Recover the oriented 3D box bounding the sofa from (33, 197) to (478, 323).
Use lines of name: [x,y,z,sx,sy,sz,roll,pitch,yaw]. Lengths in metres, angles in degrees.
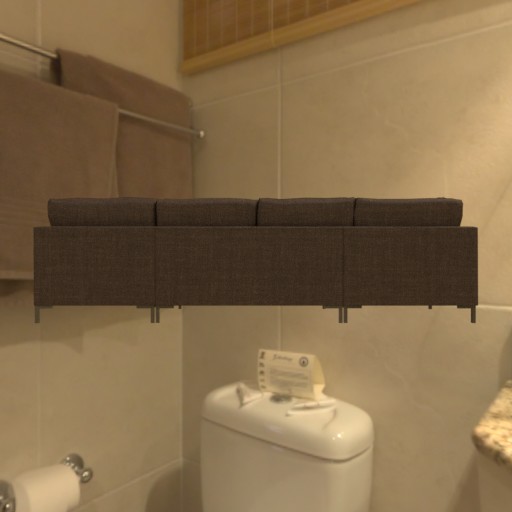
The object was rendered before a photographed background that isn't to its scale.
sofa: [0.000,0.000,4.351,3.423,0.999,2.048,0,1,0]
